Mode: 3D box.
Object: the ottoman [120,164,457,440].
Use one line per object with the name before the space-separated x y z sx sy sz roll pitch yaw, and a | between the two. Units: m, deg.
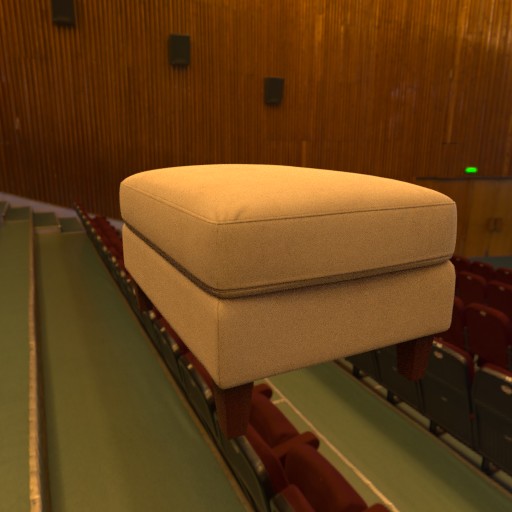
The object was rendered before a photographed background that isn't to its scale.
ottoman | 0.000 0.000 1.220 0.584 0.483 0.864 -7 16 -26
